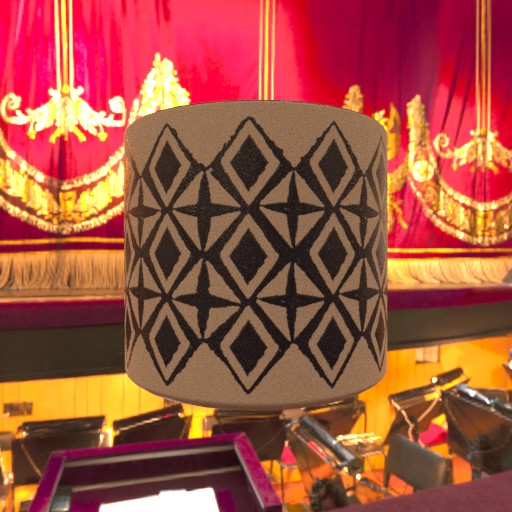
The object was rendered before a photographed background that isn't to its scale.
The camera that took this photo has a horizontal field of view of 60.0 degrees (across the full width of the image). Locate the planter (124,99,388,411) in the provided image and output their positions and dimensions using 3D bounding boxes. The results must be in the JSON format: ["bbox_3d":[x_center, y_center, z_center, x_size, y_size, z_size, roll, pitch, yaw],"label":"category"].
[{"bbox_3d":[0.000,0.000,0.279,0.159,0.144,0.159,0,1,0],"label":"planter"}]
